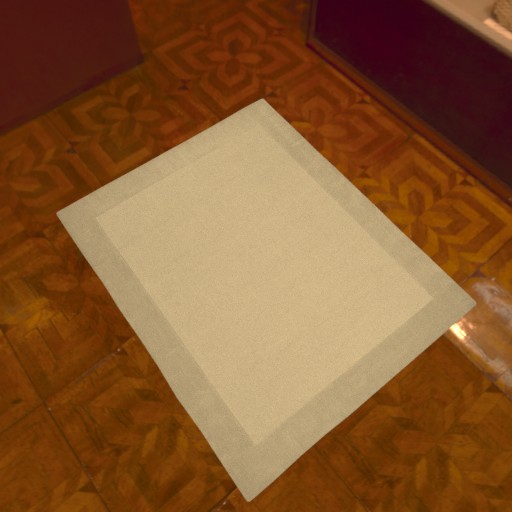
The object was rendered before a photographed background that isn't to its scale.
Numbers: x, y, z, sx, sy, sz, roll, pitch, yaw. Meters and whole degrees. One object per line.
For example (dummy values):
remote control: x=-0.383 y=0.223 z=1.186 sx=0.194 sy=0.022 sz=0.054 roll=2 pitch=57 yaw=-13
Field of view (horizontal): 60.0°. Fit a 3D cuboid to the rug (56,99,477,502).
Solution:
rug: x=0.000 y=0.000 z=3.926 sx=2.430 sy=0.018 sz=2.976 roll=-34 pitch=68 yaw=-16
